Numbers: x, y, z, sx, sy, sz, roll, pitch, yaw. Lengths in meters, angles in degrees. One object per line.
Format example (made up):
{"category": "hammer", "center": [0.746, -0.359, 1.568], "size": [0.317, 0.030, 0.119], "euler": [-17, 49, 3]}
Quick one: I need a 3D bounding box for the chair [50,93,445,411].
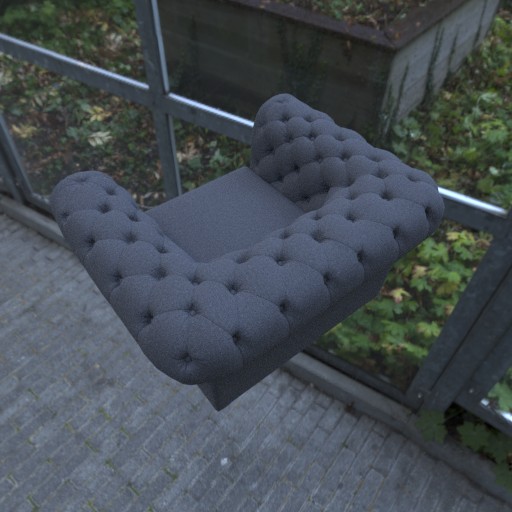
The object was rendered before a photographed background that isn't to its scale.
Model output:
{"category": "chair", "center": [0.000, 0.000, 1.880], "size": [1.270, 0.770, 0.976], "euler": [-30, 54, -25]}
